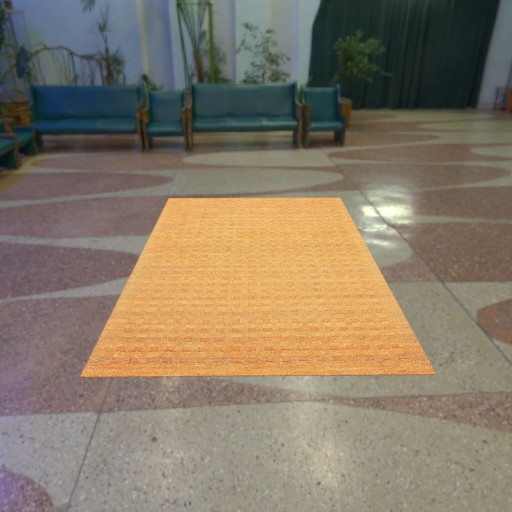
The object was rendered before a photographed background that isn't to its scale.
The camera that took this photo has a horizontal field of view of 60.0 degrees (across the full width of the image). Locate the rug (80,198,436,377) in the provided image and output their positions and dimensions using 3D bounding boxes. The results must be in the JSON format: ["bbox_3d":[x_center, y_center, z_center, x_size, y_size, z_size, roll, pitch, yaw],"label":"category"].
[{"bbox_3d":[0.000,0.000,2.918,1.524,0.006,2.285,0,27,-1],"label":"rug"}]
